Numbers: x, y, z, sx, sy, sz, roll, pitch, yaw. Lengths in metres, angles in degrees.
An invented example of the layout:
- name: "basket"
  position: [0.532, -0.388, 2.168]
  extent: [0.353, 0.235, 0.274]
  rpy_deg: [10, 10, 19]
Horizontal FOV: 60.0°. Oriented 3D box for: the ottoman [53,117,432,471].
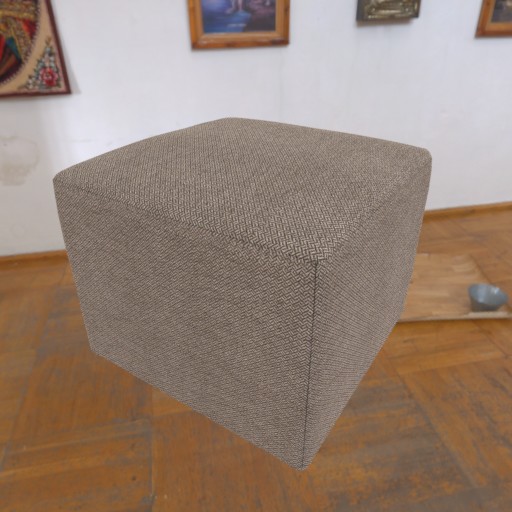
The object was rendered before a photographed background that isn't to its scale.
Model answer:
- name: "ottoman"
  position: [0.000, 0.000, 0.895]
  extent: [0.519, 0.453, 0.512]
  rpy_deg: [18, 35, 29]
